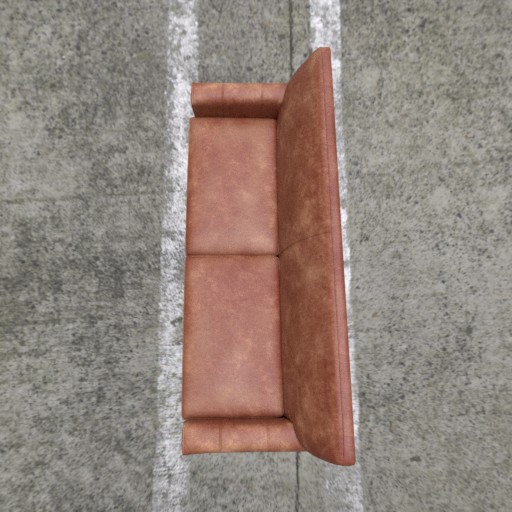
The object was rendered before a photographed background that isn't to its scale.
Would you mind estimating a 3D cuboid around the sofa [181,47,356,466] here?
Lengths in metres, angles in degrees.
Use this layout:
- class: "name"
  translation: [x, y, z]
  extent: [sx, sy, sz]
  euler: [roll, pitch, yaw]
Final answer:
- class: "sofa"
  translation: [0.000, 0.000, 2.524]
  extent: [0.805, 0.947, 2.053]
  euler: [-1, 76, 0]
